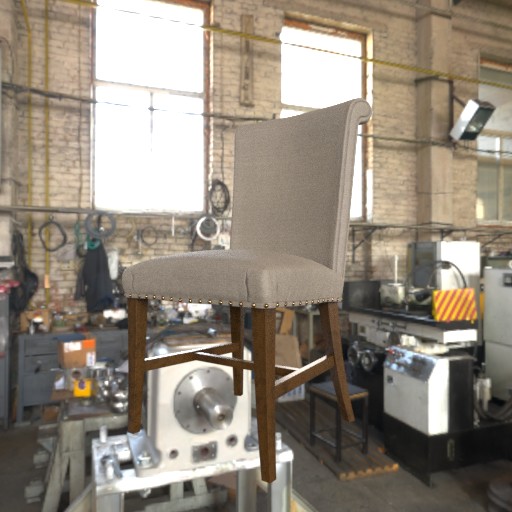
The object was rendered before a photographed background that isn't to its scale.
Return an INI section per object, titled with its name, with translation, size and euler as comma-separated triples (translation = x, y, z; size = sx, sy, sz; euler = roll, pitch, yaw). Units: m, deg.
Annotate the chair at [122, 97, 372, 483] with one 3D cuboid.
[chair]
translation = 0.000, 0.000, 1.329
size = 0.513, 0.988, 0.608
euler = -1, -1, 36
